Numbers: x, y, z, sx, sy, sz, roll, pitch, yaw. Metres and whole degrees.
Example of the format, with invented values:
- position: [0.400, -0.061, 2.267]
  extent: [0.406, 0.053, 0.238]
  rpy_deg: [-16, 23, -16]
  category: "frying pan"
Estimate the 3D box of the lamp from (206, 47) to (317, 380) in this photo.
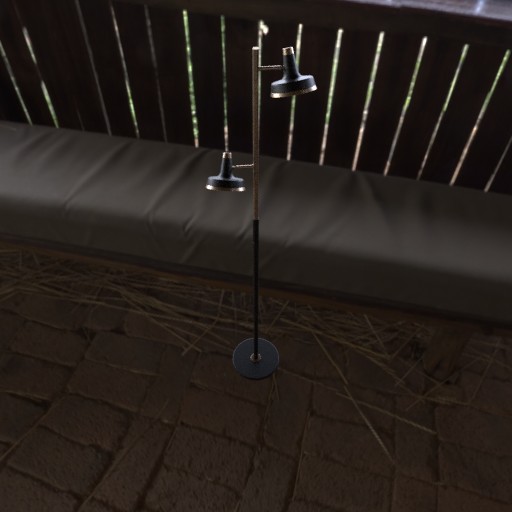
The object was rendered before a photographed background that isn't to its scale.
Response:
- position: [0.000, 0.000, 1.830]
  extent: [0.351, 1.674, 0.253]
  rpy_deg: [-4, 47, -4]
  category: "lamp"
